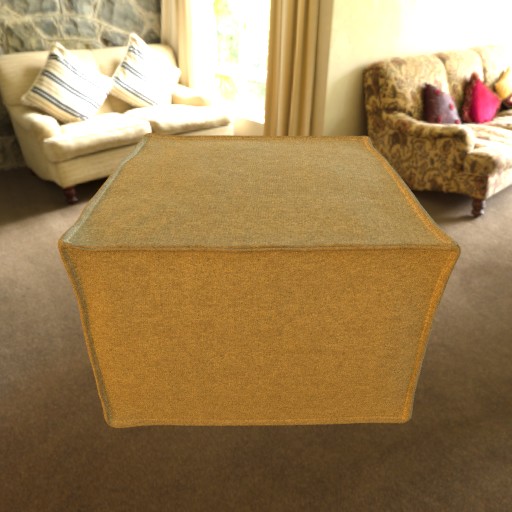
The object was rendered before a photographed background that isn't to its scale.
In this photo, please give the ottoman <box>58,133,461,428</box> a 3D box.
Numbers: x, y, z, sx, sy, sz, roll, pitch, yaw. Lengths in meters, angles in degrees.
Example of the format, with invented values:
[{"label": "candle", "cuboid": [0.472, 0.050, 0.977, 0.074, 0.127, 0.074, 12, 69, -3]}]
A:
[{"label": "ottoman", "cuboid": [0.000, 0.000, 1.124, 0.696, 0.470, 0.707, 0, 31, 0]}]
